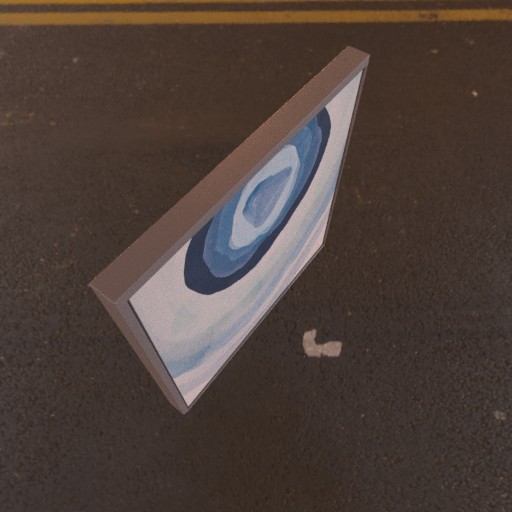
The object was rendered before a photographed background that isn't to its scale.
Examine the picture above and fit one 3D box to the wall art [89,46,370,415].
[{"bbox_3d":[0.000,0.000,0.527,0.028,0.349,0.349,33,64,19],"label":"wall art"}]
